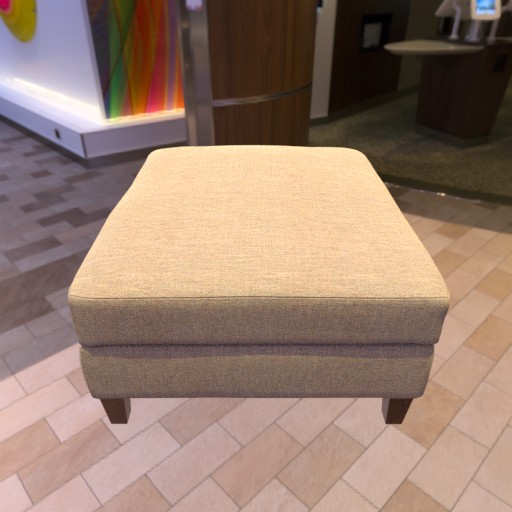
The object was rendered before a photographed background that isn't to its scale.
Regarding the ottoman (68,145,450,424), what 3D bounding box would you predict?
[{"bbox_3d":[0.000,0.000,1.420,0.836,0.492,0.976,0,32,0],"label":"ottoman"}]
